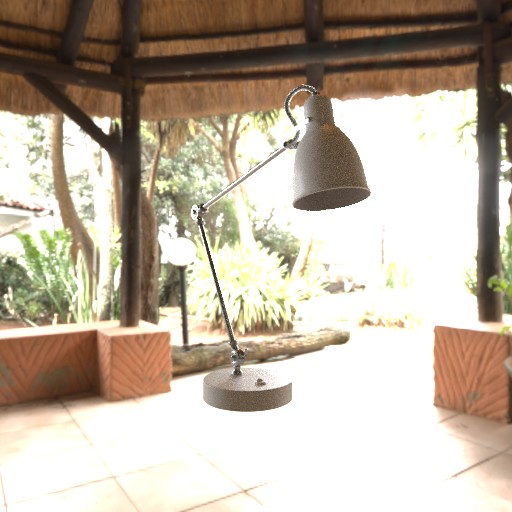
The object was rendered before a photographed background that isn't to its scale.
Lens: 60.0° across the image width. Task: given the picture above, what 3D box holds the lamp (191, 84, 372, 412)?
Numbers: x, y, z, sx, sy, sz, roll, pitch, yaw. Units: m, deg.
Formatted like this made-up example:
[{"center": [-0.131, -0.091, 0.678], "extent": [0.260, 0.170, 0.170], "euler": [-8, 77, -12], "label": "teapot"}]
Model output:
[{"center": [0.000, 0.000, 0.901], "extent": [0.187, 0.587, 0.561], "euler": [0, -1, -35], "label": "lamp"}]
